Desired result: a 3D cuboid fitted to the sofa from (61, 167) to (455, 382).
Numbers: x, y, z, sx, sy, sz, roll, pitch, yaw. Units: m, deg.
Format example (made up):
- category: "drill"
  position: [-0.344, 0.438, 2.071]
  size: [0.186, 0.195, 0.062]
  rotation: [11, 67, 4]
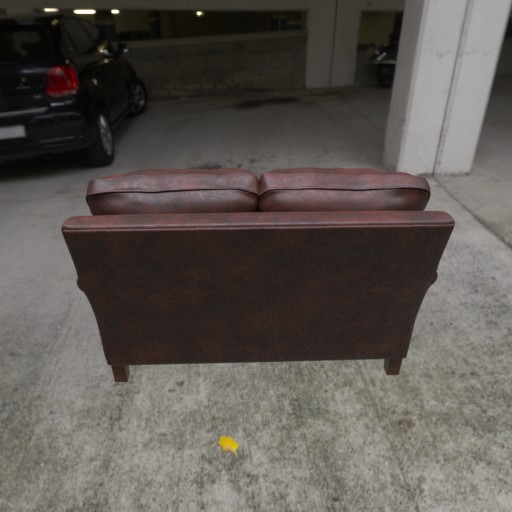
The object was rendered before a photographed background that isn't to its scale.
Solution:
- category: "sofa"
  position: [0.000, 0.000, 2.380]
  size: [1.628, 1.070, 1.148]
  rotation: [-1, 29, -2]
